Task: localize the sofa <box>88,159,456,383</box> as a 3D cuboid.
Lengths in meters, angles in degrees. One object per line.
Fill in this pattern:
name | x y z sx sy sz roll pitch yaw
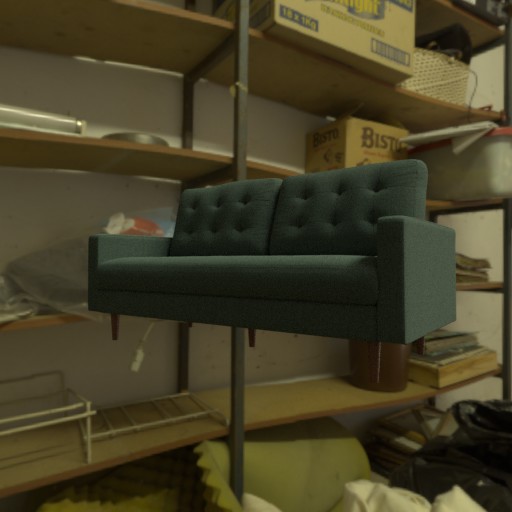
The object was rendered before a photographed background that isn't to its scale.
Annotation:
sofa | 0.000 0.000 2.603 2.010 1.050 0.966 -1 -1 36
